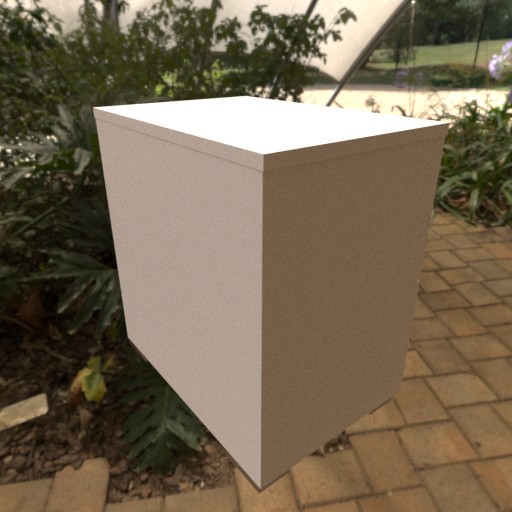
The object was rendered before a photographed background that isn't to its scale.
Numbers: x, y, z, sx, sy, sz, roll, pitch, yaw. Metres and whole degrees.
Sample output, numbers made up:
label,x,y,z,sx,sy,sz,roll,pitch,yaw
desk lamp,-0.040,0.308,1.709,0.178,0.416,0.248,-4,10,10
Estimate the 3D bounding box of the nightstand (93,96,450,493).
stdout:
label,x,y,z,sx,sy,sz,roll,pitch,yaw
nightstand,0.000,0.000,0.747,0.325,0.460,0.441,-18,31,-34
